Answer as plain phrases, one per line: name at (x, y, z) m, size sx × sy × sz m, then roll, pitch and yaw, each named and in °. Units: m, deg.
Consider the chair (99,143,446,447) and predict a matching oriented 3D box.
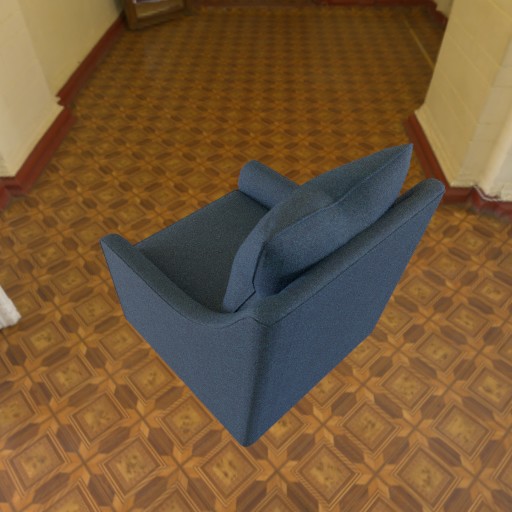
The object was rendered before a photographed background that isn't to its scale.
chair at (0.000, 0.000, 1.571) m, size 0.750 × 0.939 × 0.870 m, roll -34°, pitch 54°, yaw -29°
